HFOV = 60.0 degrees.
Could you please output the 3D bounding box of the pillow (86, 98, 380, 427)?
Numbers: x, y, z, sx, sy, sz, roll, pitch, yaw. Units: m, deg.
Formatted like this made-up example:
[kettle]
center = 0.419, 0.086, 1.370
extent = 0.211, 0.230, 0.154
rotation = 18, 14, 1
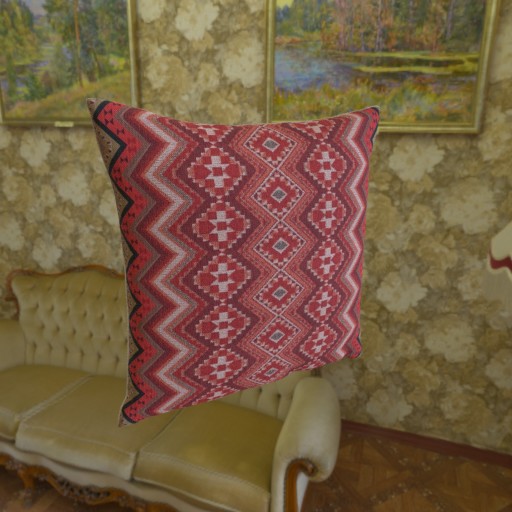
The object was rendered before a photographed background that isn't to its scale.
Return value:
[pillow]
center = 0.000, 0.000, 0.772
extent = 0.513, 0.511, 0.158
rotation = -8, 17, -27
